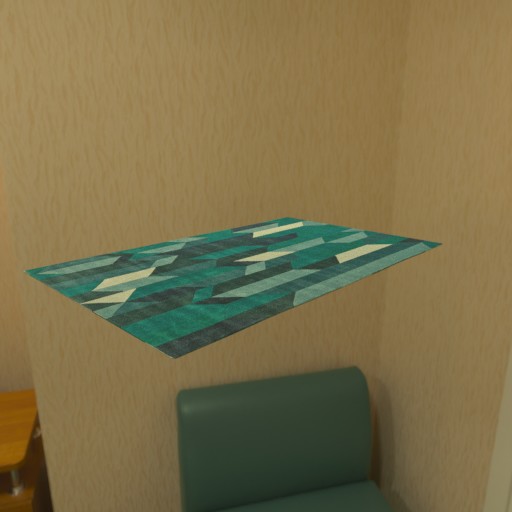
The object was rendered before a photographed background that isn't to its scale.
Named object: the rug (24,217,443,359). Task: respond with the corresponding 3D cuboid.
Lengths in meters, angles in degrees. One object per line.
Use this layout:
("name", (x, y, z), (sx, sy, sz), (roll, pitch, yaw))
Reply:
("rug", (0.000, 0.000, 2.967), (1.528, 0.005, 2.420), (15, 21, 42))
